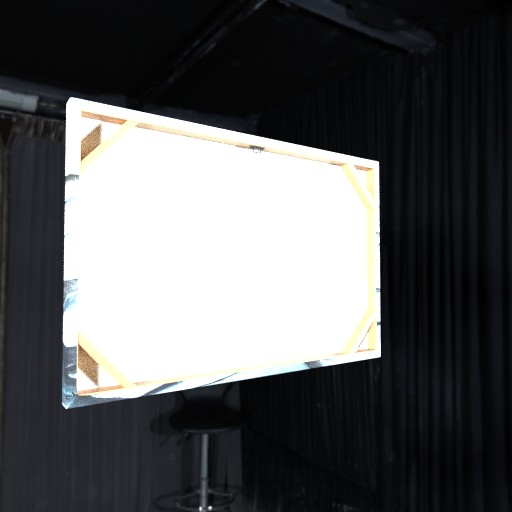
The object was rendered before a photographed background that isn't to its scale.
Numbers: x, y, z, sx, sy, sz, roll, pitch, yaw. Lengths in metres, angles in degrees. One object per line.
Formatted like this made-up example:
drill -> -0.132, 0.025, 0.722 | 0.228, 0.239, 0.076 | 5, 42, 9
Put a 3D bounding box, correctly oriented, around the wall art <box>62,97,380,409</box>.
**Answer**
wall art -> 0.000, 0.000, 1.138 | 0.914, 0.609, 0.039 | 1, -2, -35
